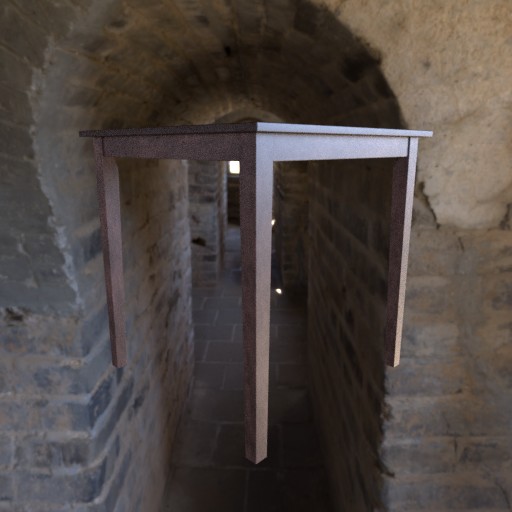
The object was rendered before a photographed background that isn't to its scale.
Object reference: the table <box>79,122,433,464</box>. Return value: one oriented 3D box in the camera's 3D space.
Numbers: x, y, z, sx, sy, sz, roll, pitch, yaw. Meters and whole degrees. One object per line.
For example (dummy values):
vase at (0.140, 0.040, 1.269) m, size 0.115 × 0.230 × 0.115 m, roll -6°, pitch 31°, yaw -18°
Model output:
table at (0.000, 0.000, 1.417) m, size 0.749 × 0.770 × 0.749 m, roll 13°, pitch 19°, yaw 43°
